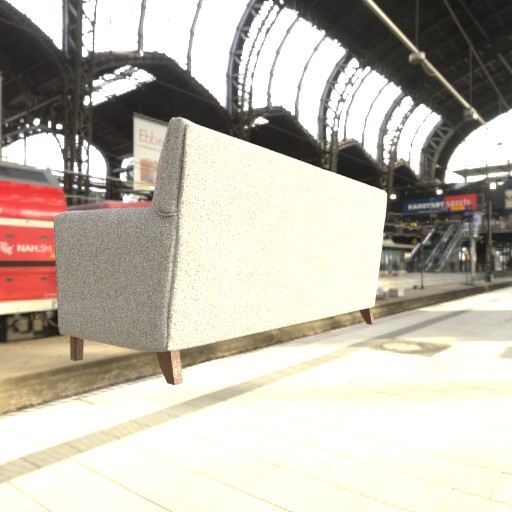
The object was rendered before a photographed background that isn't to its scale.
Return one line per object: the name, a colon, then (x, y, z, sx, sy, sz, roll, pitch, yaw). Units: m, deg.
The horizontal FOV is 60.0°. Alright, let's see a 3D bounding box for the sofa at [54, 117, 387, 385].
sofa: (0.000, 0.000, 2.539, 0.854, 0.942, 2.026, 0, -1, 36)
